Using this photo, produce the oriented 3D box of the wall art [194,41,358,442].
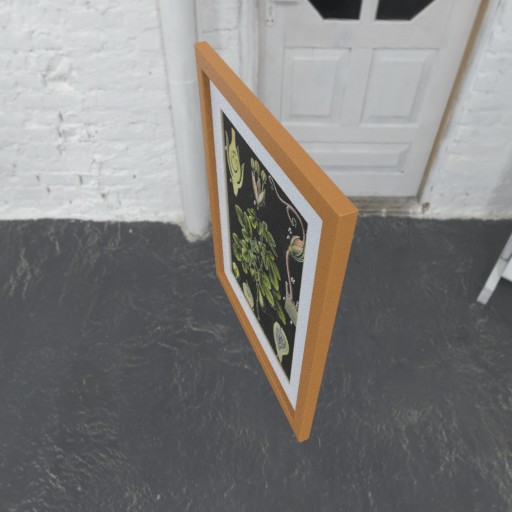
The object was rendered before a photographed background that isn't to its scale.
[{"bbox_3d":[0.000,0.000,0.762,0.022,0.553,0.452,-17,49,-16],"label":"wall art"}]
